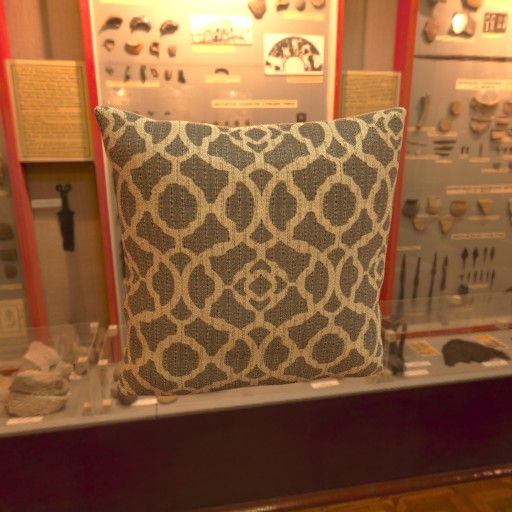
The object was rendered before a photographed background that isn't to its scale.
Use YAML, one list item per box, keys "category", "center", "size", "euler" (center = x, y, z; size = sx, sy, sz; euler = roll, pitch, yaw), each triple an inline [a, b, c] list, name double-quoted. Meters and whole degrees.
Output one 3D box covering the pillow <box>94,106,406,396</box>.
- category: "pillow"
  center: [0.000, 0.000, 0.775]
  size: [0.508, 0.498, 0.215]
  euler: [-3, 16, -9]
